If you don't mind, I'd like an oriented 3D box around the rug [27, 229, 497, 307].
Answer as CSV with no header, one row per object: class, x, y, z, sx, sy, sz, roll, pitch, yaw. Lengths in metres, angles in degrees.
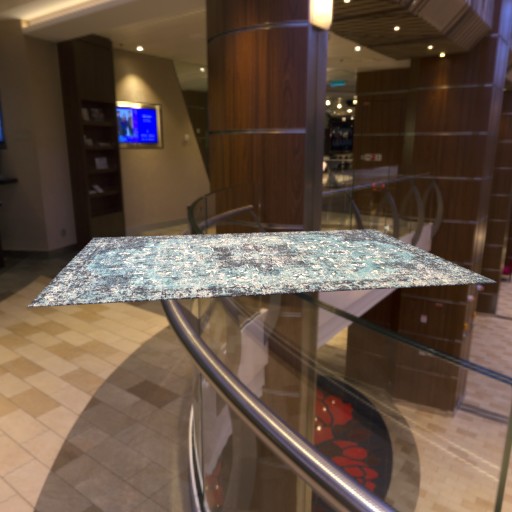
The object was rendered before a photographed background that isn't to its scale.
rug,0.000,0.000,2.281,1.828,0.005,1.219,-2,14,-9
